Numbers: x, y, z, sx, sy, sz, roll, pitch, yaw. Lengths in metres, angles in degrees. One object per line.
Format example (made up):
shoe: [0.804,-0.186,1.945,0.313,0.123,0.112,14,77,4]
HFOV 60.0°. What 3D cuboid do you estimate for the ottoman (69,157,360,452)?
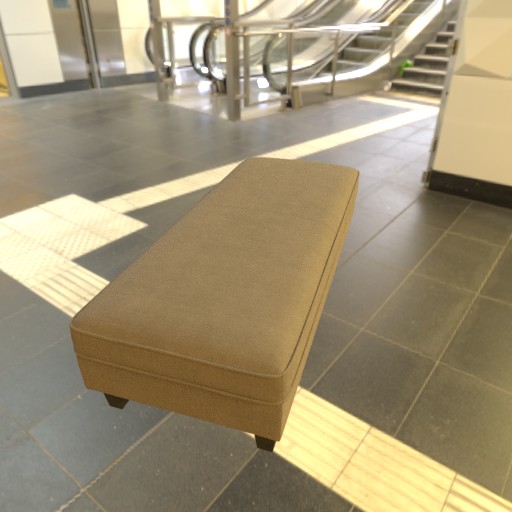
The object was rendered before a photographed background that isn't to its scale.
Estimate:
ottoman: [0.000,0.000,2.076,0.751,0.470,1.764,9,32,15]
